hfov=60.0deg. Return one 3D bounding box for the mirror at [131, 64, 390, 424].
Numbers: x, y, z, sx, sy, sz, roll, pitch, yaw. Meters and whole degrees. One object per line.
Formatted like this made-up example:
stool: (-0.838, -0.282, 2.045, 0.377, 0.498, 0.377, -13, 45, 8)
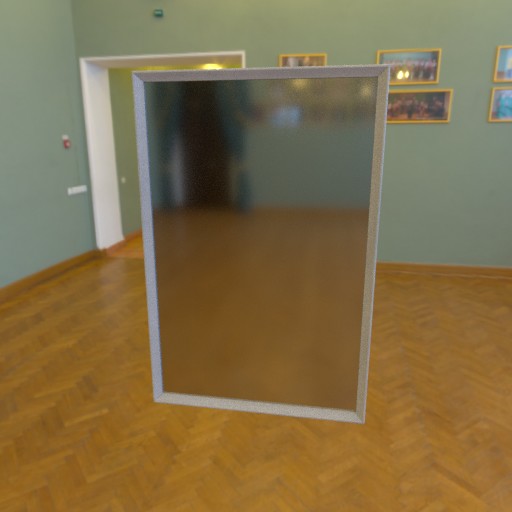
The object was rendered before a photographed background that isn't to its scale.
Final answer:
mirror: (0.000, 0.000, 1.165, 0.609, 0.915, 0.041, 3, 15, 9)
